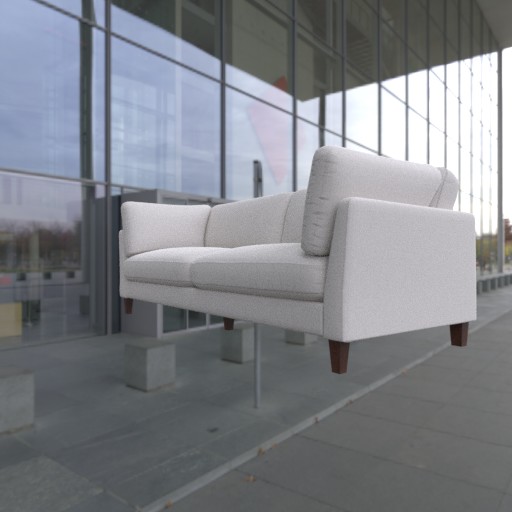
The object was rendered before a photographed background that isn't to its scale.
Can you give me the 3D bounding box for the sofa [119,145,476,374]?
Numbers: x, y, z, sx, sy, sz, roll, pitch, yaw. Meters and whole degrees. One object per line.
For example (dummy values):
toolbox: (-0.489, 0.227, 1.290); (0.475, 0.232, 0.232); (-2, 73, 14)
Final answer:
sofa: (0.000, 0.000, 2.714); (0.957, 0.863, 2.301); (0, 0, -37)
